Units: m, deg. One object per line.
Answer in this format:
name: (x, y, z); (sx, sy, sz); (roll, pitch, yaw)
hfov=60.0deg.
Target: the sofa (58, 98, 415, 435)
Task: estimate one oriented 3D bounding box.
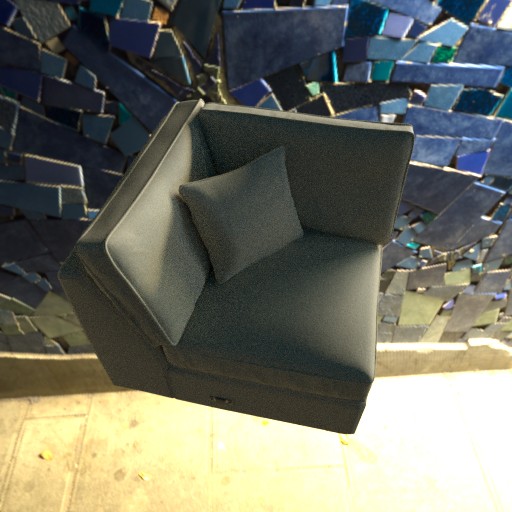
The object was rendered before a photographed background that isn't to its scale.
sofa: (0.000, 0.000, 1.946); (1.146, 1.002, 1.084); (9, 47, 8)
